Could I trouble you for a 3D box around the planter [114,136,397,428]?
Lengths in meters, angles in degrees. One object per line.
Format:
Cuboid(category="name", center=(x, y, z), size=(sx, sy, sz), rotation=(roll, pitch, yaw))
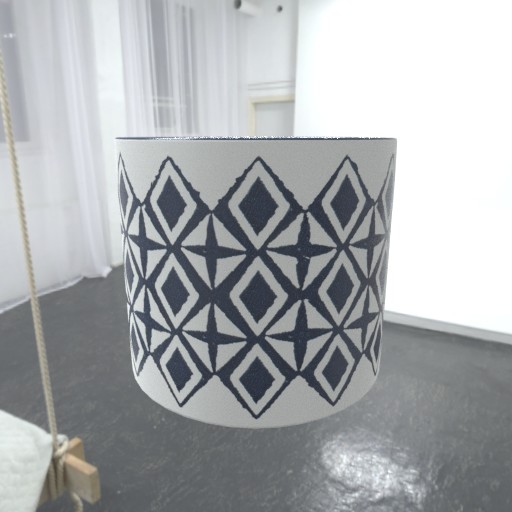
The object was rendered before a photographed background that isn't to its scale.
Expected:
Cuboid(category="planter", center=(0.000, 0.000, 0.317), size=(0.182, 0.165, 0.182), rotation=(0, 15, 0))
